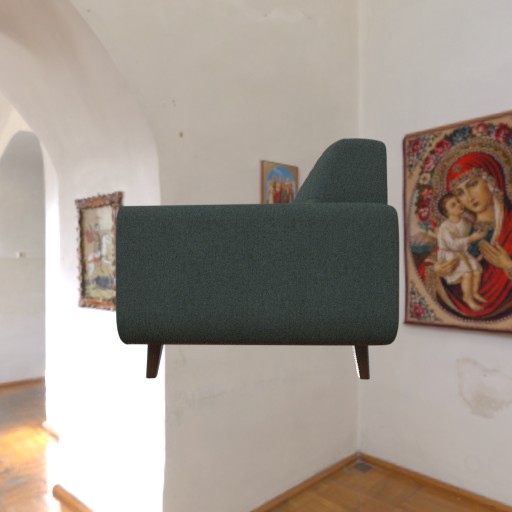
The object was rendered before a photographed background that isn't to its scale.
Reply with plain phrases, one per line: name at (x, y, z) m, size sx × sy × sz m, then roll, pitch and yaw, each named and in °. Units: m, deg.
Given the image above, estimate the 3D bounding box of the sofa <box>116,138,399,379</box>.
sofa at (0.000, 0.000, 2.179) m, size 0.909 × 0.841 × 1.631 m, roll 0°, pitch 1°, yaw 1°
